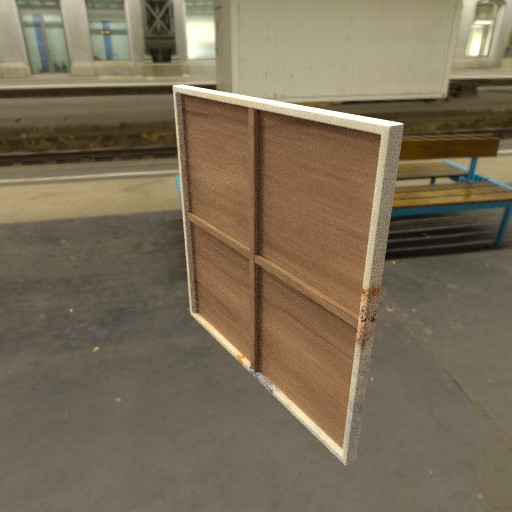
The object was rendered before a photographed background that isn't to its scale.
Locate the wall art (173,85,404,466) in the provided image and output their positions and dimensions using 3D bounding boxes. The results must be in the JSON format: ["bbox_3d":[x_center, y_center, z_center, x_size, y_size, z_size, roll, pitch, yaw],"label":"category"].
[{"bbox_3d":[0.000,0.000,1.323,0.038,0.889,0.889,-17,31,-31],"label":"wall art"}]
